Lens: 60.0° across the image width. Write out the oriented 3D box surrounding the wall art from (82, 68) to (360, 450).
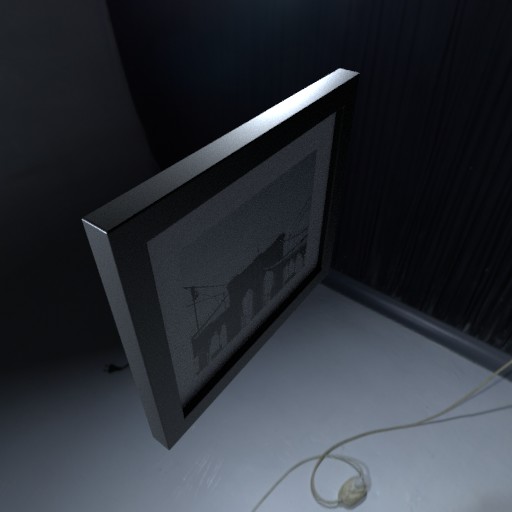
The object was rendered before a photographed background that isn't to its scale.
[{"bbox_3d":[0.000,0.000,0.533,0.028,0.330,0.380,26,48,26],"label":"wall art"}]
